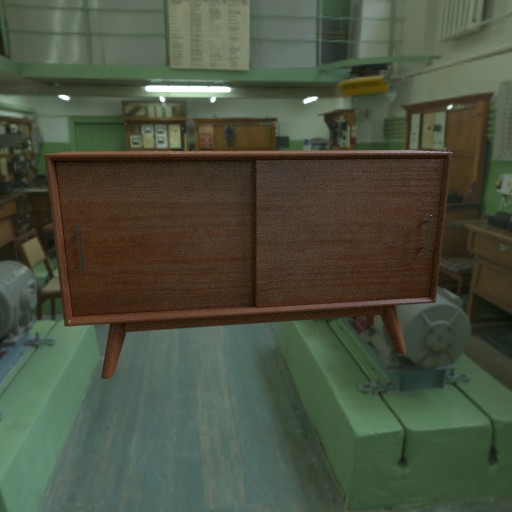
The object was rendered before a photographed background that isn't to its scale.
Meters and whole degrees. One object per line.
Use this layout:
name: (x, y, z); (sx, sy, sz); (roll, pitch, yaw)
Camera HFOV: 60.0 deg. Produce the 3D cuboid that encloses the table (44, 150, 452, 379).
table: (0.000, 0.000, 1.525); (1.220, 0.698, 0.308); (-2, 15, -9)
